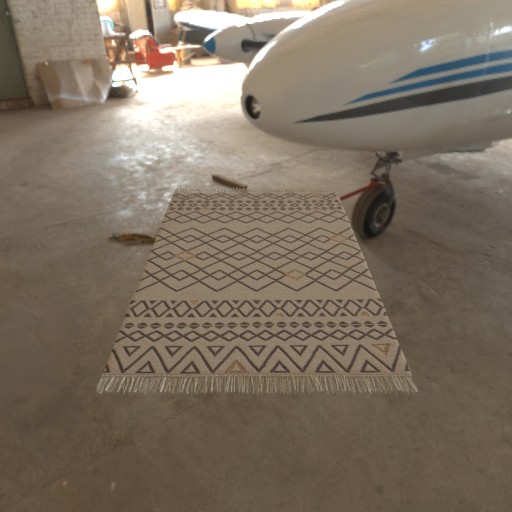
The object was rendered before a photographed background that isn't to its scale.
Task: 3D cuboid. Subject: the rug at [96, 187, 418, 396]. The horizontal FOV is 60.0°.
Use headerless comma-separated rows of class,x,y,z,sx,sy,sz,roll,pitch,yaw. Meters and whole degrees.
rug,0.000,0.000,2.528,1.224,0.028,2.023,0,31,0
